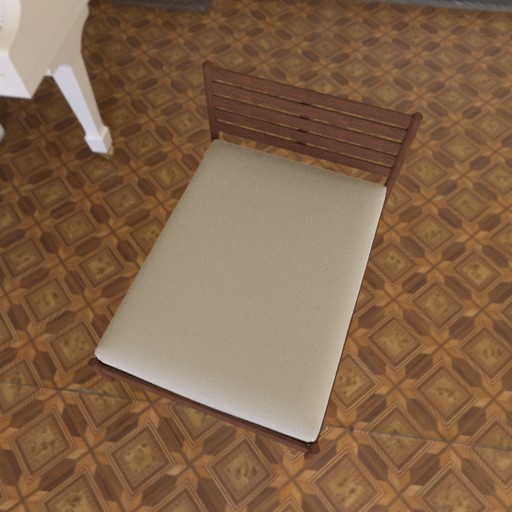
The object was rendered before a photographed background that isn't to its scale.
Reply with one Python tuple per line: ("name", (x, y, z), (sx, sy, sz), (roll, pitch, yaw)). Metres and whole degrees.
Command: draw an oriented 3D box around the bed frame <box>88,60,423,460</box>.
("bed frame", (0.000, 0.000, 3.254), (1.655, 1.321, 2.234), (18, 62, 10))
